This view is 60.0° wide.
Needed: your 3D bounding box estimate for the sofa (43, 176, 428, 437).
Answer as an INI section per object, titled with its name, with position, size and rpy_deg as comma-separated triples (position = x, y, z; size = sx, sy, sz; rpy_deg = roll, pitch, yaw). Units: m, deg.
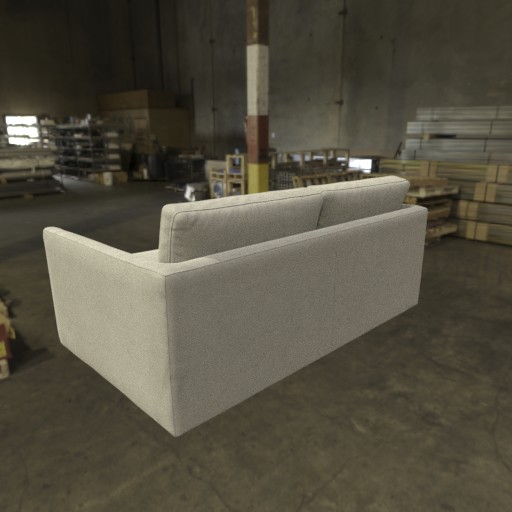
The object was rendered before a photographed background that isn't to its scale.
[sofa]
position = 0.000, 0.000, 2.500
size = 1.905, 0.839, 1.091
rpy_deg = -15, 21, -42
